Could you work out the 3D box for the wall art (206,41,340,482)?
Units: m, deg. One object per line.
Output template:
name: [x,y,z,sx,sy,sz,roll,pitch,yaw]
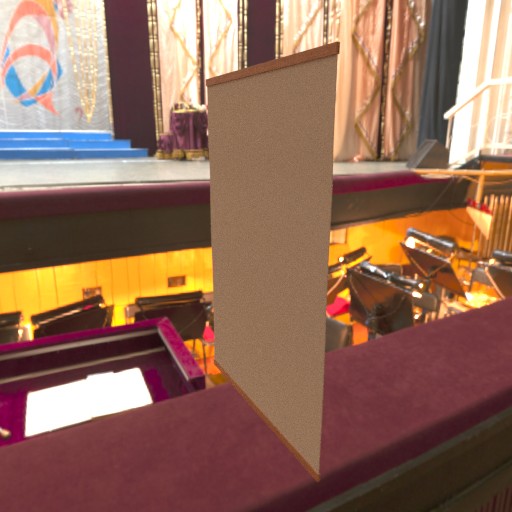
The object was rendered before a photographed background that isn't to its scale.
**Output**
wall art: [0.000,0.000,1.910,0.019,1.527,1.019,-8,17,-27]
